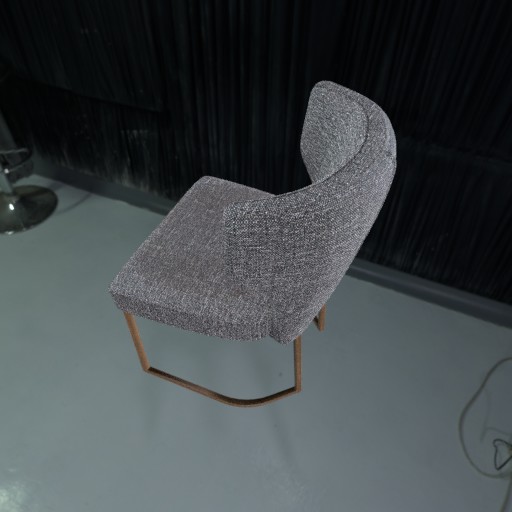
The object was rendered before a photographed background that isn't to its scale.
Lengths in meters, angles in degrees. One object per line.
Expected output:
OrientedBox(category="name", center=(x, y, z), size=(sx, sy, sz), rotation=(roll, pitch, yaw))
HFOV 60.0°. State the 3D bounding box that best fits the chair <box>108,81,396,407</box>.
OrientedBox(category="chair", center=(0.000, 0.000, 1.252), size=(0.617, 0.824, 0.611), rotation=(16, 48, 16))
